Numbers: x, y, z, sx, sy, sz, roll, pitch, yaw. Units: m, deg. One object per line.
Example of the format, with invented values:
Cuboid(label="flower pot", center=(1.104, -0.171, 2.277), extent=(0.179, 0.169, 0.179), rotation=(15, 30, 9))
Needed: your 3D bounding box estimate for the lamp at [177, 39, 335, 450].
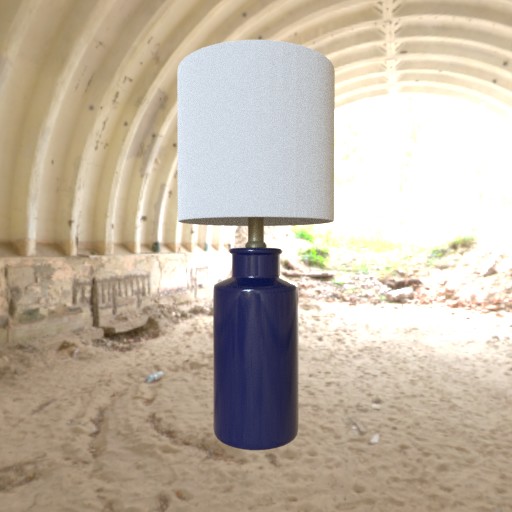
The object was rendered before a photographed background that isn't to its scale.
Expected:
Cuboid(label="lamp", center=(0.000, 0.000, 0.610), extent=(0.212, 0.493, 0.212), rotation=(0, 1, -17))
